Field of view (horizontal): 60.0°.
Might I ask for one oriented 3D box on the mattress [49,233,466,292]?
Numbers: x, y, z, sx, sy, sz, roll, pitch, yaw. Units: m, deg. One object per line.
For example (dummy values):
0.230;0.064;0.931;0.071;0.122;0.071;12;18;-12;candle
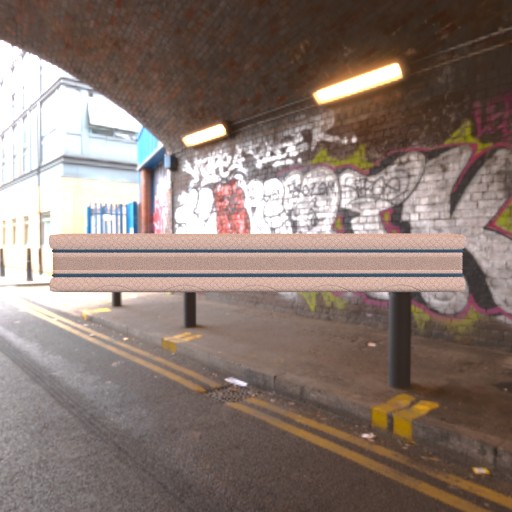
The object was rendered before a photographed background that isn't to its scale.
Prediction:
0.000;0.000;2.693;1.600;0.230;2.000;0;2;-1;mattress
